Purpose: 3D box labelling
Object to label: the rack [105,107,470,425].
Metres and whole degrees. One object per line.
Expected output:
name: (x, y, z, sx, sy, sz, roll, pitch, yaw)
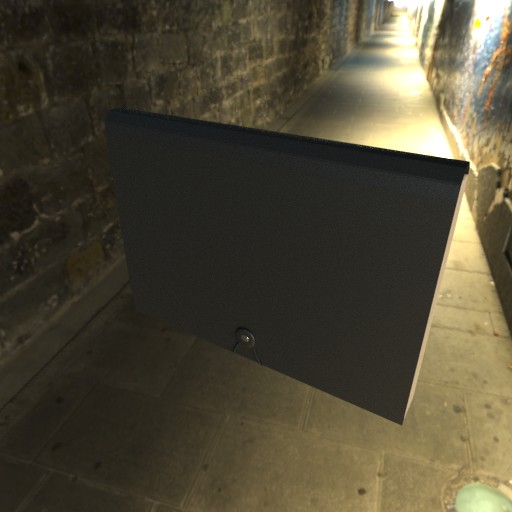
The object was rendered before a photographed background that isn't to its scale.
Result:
rack: (0.000, 0.000, 0.428, 0.330, 0.241, 0.041, 17, 34, 27)
